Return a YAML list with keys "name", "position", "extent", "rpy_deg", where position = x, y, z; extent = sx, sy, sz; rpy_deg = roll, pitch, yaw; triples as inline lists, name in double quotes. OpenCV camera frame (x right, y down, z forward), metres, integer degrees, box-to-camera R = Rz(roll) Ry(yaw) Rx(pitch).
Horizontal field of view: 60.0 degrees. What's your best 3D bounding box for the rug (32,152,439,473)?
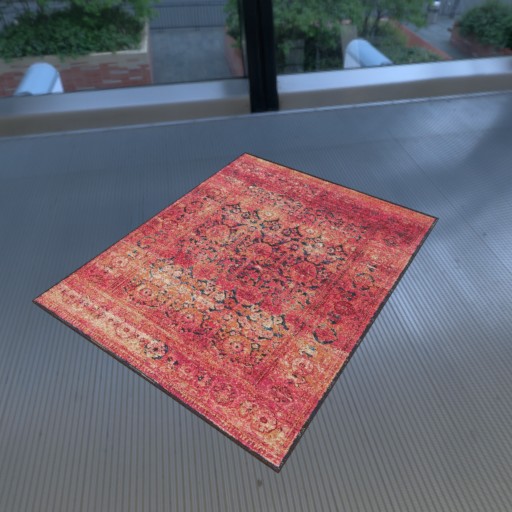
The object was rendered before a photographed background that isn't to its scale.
- name: "rug"
  position: [0.000, 0.000, 4.057]
  extent: [2.411, 0.020, 3.032]
  rpy_deg: [25, 47, 25]
